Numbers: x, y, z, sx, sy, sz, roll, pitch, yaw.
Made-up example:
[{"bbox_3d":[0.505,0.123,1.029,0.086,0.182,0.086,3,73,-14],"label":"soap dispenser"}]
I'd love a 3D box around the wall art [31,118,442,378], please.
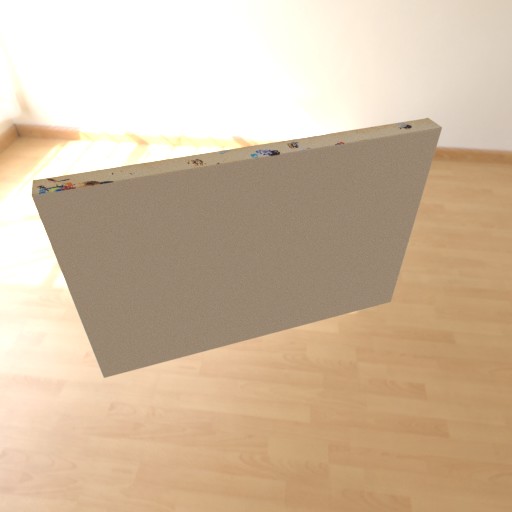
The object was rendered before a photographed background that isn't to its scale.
[{"bbox_3d":[0.000,0.000,1.140,0.894,0.595,0.057,-12,43,-14],"label":"wall art"}]
